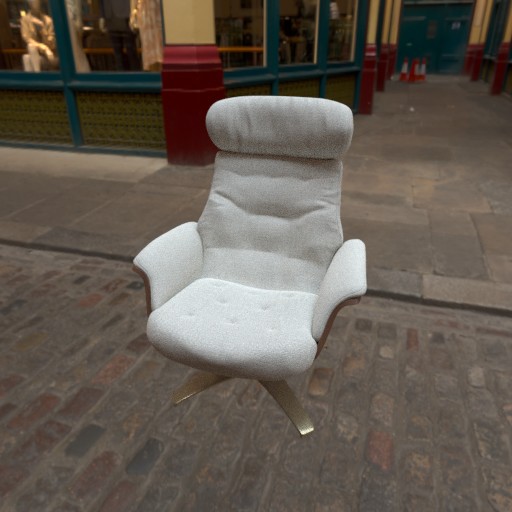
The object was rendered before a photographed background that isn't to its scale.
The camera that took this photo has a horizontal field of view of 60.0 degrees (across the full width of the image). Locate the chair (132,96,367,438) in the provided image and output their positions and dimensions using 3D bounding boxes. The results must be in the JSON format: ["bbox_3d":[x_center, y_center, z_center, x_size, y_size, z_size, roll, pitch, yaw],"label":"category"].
[{"bbox_3d":[0.000,0.000,1.573,0.785,0.995,0.837,8,27,15],"label":"chair"}]
